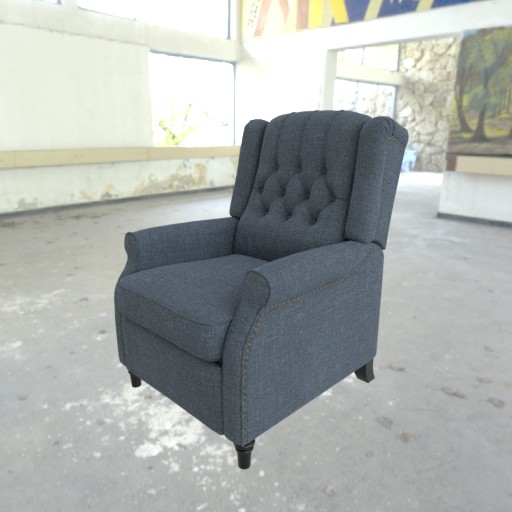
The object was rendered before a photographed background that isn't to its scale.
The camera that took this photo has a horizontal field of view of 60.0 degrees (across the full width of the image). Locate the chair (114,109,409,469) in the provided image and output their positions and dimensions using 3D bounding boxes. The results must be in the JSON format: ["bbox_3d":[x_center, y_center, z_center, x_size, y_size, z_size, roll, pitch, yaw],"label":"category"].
[{"bbox_3d":[0.000,0.000,1.623,0.742,1.035,0.898,15,22,43],"label":"chair"}]
